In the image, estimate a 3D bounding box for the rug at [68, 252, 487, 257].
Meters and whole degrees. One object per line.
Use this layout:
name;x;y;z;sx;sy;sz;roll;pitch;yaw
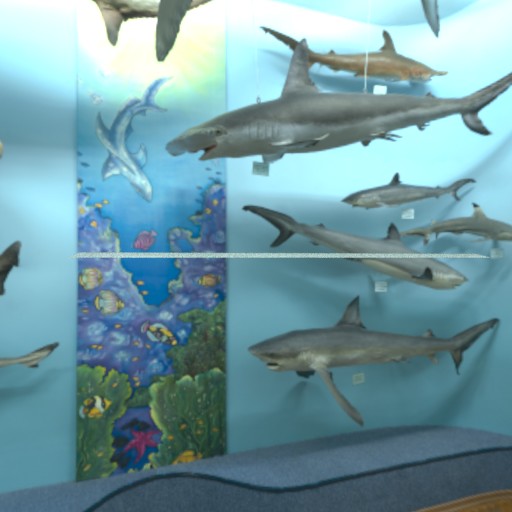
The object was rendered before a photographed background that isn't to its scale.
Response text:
rug;0.000;0.000;3.889;2.933;0.027;2.332;0;0;-19
